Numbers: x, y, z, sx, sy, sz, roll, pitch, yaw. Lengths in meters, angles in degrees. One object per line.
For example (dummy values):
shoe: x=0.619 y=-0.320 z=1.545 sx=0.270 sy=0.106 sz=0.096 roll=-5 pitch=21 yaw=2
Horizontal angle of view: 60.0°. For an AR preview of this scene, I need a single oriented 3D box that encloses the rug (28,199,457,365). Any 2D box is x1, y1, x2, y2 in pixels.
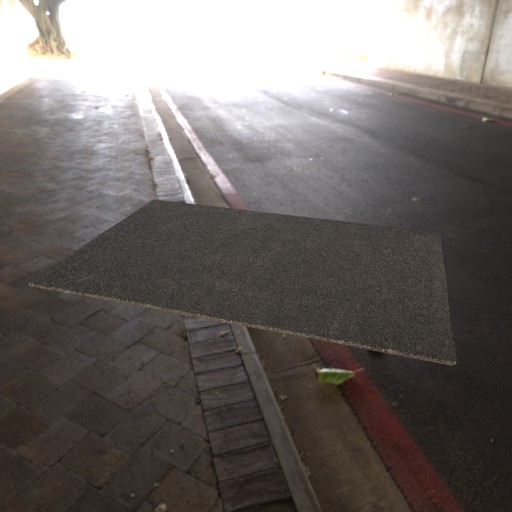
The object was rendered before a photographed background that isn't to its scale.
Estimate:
rug: x=0.000 y=0.000 z=2.927 sx=2.350 sy=0.025 sz=1.502 roll=8 pitch=28 yaw=15
